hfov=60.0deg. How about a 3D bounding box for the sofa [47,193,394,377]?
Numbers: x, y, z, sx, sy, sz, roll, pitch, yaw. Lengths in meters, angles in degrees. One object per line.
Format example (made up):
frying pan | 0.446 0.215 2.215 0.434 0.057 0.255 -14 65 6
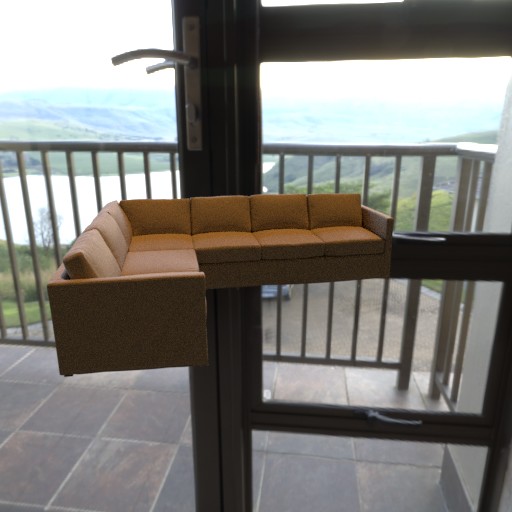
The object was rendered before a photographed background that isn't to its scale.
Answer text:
sofa | 0.000 0.000 4.297 3.182 0.871 2.432 -3 17 -11
